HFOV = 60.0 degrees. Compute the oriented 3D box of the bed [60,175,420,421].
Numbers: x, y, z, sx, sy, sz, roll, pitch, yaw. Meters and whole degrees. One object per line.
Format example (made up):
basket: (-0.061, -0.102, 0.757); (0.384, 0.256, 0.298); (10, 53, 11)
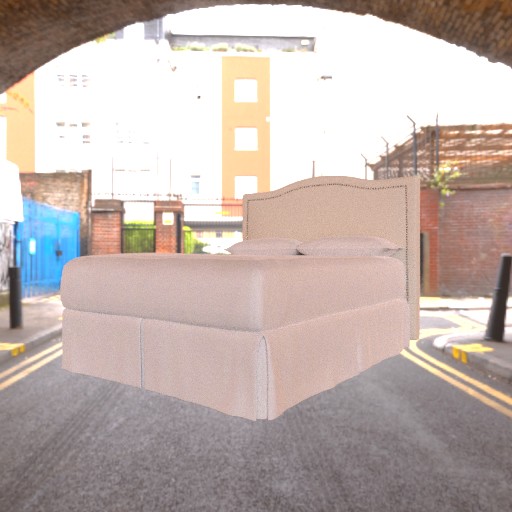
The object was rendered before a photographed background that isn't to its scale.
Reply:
bed: (0.000, 0.000, 3.233); (1.753, 1.460, 2.143); (0, 0, 36)
